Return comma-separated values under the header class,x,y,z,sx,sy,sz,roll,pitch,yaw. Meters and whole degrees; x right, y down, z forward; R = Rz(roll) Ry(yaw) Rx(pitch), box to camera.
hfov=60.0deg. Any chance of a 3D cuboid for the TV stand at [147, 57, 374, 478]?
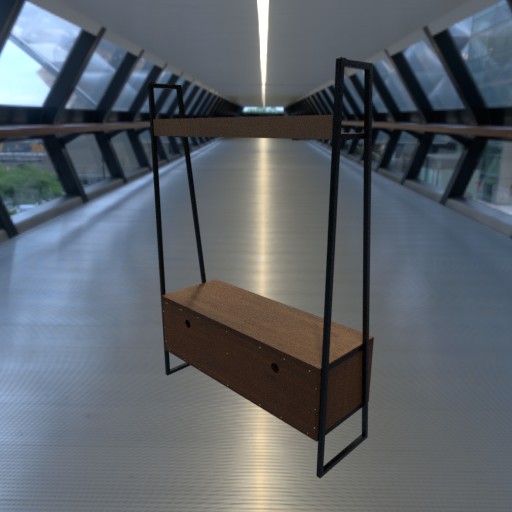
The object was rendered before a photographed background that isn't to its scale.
class,x,y,z,sx,sy,sz,roll,pitch,yaw
TV stand,0.000,0.000,2.340,0.432,1.772,1.250,-15,22,-42
